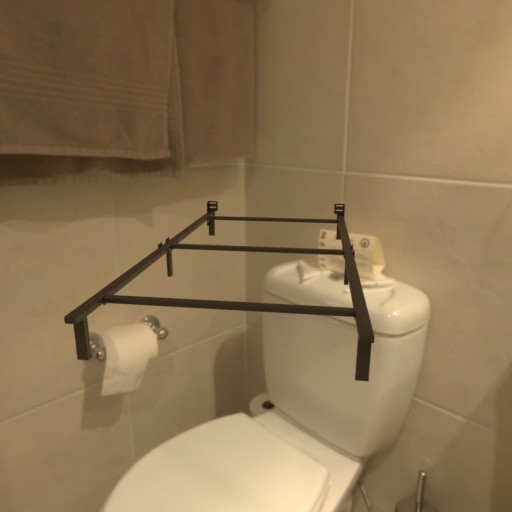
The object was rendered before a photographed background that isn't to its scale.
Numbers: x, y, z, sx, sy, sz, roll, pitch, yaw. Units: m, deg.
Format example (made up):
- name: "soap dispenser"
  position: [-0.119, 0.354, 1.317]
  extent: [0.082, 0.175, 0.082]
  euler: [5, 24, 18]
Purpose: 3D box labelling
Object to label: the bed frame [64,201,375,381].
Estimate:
- name: "bed frame"
  position: [0.000, 0.000, 2.249]
  extent: [0.968, 0.248, 1.897]
  euler: [2, 16, 8]
